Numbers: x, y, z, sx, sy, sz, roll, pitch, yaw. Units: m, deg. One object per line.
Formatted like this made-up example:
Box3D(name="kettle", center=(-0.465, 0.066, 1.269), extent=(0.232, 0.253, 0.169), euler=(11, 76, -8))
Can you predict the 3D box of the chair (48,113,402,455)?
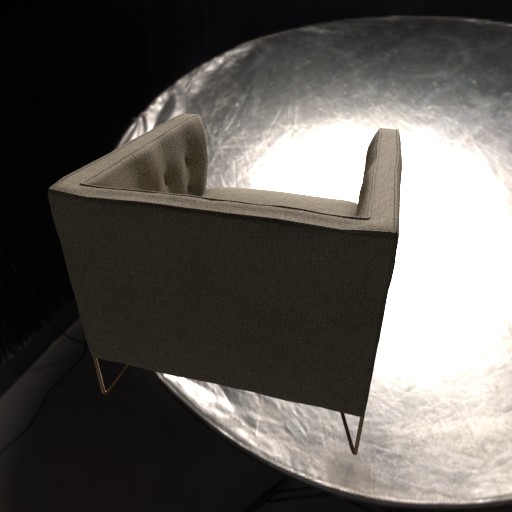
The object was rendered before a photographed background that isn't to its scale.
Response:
Box3D(name="chair", center=(0.000, 0.000, 1.619), extent=(0.920, 0.799, 0.912), euler=(8, 33, 13))
